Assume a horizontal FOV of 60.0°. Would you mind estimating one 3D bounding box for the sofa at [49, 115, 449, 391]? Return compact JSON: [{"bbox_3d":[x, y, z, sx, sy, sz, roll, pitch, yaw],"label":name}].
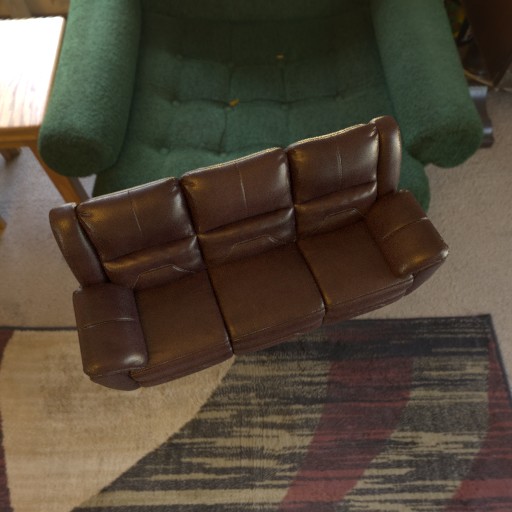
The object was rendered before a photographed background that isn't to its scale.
[{"bbox_3d":[0.000,0.000,2.903,2.337,1.043,0.991,-17,64,-9],"label":"sofa"}]
